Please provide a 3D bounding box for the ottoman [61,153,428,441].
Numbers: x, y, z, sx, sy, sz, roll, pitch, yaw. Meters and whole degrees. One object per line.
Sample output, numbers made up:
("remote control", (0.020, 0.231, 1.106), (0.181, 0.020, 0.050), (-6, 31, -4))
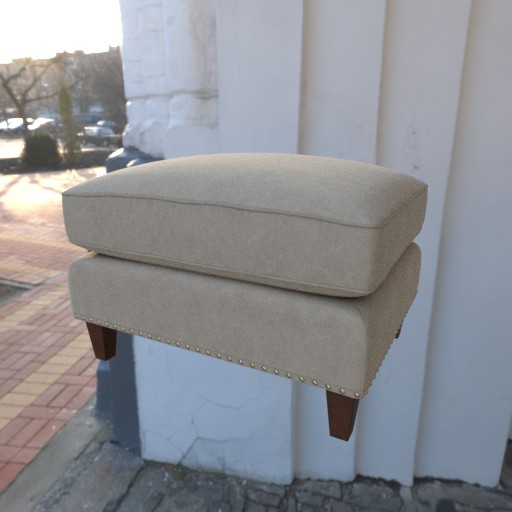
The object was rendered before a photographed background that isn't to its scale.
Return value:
("ottoman", (0.000, 0.000, 1.141), (0.741, 0.513, 0.584), (9, 19, 27))
